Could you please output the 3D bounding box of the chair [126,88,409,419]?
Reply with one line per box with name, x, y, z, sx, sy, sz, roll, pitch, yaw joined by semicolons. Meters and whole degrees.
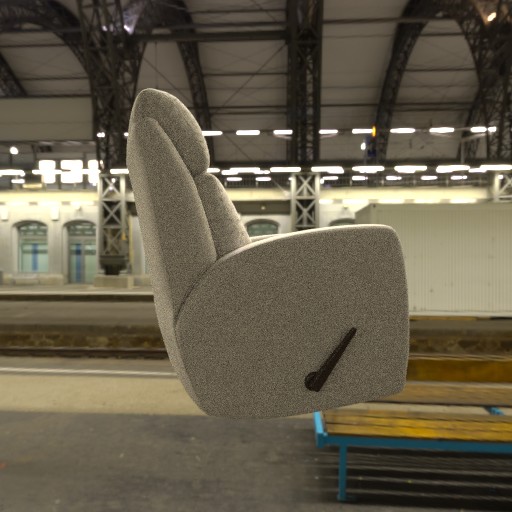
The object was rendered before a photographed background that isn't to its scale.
chair;0.000;0.000;1.688;0.941;1.015;0.812;0;0;-18
